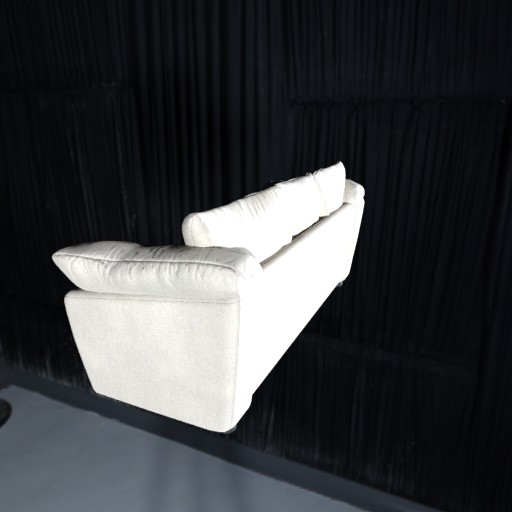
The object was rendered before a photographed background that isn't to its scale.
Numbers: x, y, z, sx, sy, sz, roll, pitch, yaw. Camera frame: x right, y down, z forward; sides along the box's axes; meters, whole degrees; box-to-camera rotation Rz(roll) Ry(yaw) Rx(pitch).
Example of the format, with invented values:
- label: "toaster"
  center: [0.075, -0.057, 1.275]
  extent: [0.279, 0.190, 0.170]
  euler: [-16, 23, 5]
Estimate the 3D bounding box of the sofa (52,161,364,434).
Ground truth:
- label: "sofa"
  center: [0.000, 0.000, 2.761]
  extent: [0.878, 0.996, 2.334]
  euler: [8, 19, 23]
